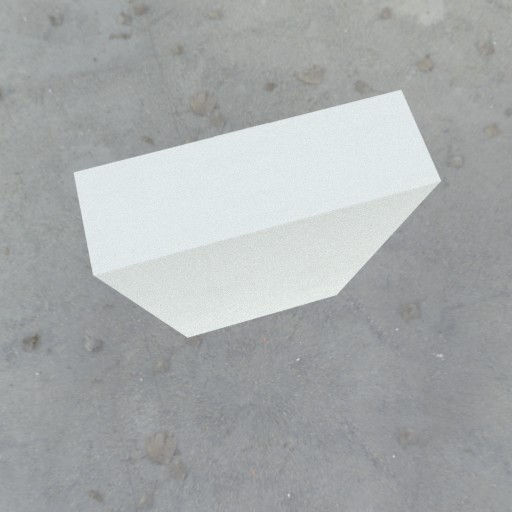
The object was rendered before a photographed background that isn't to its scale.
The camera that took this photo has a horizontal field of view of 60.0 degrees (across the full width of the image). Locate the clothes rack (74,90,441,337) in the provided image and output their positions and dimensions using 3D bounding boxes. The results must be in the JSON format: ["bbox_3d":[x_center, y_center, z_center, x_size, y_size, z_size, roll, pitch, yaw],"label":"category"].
[{"bbox_3d":[0.000,0.000,1.564,0.750,1.280,0.250,-15,75,-4],"label":"clothes rack"}]
